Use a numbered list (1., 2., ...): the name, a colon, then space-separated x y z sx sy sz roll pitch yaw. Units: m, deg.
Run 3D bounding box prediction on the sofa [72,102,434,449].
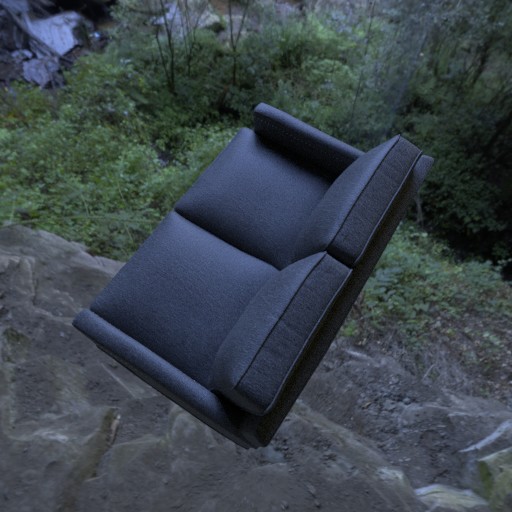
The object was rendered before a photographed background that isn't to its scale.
1. sofa: 0.000 0.000 2.267 1.084 1.003 1.597 30 68 14
